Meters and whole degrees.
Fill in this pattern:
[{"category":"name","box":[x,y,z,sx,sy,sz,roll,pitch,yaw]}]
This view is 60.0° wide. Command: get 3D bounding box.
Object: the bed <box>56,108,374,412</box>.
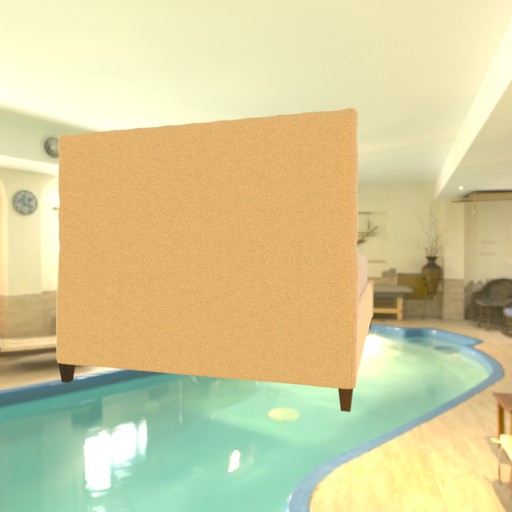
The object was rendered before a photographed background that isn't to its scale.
[{"category":"bed","box":[0.000,0.000,3.419,1.698,1.427,2.387,0,1,17]}]
